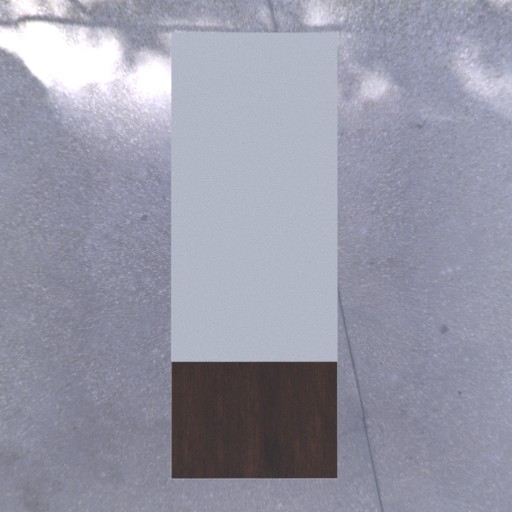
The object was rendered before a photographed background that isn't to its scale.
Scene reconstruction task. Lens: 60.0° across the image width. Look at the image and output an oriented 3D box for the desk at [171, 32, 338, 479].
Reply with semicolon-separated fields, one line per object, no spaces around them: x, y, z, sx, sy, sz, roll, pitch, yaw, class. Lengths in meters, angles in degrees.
0.000;0.000;1.441;0.409;0.761;1.069;0;90;0;desk
